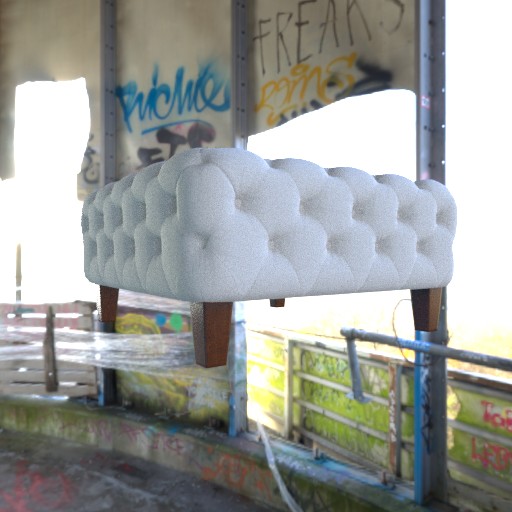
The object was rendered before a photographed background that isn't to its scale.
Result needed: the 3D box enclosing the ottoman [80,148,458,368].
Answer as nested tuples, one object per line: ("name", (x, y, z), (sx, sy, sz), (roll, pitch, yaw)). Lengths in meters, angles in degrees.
("ottoman", (0.000, 0.000, 1.195), (0.755, 0.376, 0.753), (0, 0, -35))
